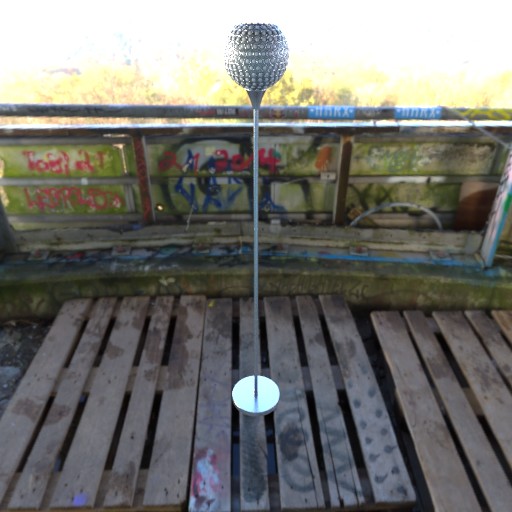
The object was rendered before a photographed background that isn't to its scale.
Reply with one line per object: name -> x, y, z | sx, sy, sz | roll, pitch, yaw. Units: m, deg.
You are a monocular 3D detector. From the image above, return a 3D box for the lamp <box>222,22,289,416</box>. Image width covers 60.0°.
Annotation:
lamp -> 0.000, 0.000, 1.938 | 0.254, 1.805, 0.254 | 0, 32, 0
